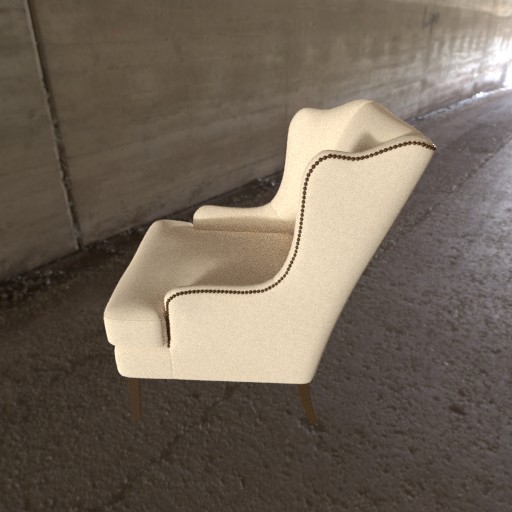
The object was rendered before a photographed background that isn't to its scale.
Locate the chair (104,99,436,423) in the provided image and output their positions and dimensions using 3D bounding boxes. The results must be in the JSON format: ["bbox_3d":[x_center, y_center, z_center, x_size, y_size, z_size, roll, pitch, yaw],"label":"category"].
[{"bbox_3d":[0.000,0.000,1.633,0.940,1.029,0.737,0,28,1],"label":"chair"}]
